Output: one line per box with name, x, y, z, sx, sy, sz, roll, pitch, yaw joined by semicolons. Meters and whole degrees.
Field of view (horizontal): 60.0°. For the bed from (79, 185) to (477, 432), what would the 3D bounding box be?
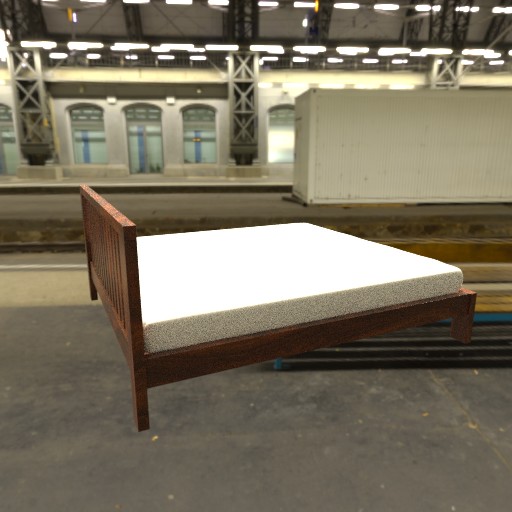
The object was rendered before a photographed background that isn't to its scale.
bed;0.000;0.000;3.037;2.030;0.890;1.905;-7;16;-25
